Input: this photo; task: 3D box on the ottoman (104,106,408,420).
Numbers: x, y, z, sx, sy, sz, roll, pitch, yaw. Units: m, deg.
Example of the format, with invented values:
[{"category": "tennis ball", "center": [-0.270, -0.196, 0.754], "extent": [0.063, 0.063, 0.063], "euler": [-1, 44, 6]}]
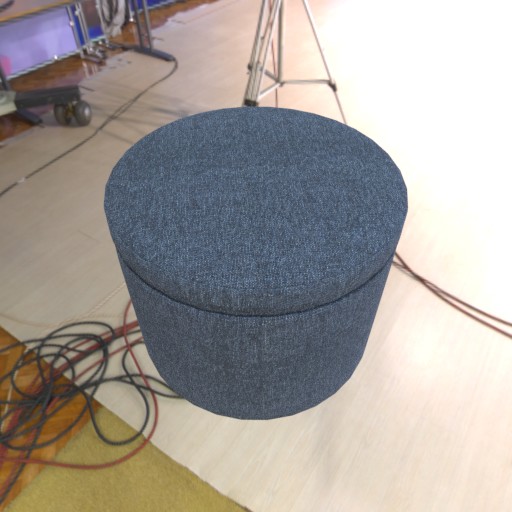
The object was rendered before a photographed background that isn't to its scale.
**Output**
[{"category": "ottoman", "center": [0.000, 0.000, 0.873], "extent": [0.500, 0.419, 0.500], "euler": [0, 45, 0]}]
